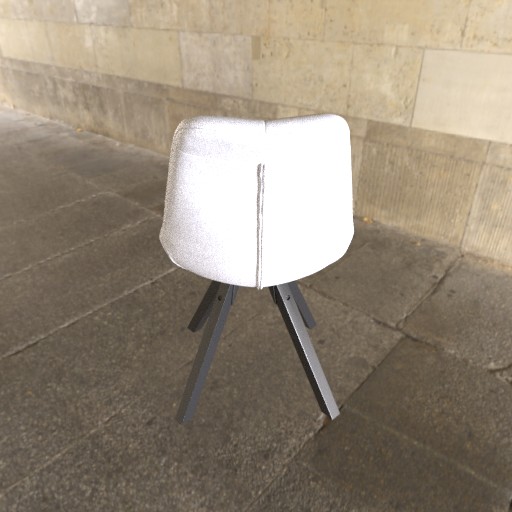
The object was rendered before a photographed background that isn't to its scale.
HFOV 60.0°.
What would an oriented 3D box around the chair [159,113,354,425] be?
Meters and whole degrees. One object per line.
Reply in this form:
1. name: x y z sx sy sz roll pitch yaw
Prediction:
1. chair: 0.000 0.000 1.191 0.485 0.850 0.550 -2 31 -3
